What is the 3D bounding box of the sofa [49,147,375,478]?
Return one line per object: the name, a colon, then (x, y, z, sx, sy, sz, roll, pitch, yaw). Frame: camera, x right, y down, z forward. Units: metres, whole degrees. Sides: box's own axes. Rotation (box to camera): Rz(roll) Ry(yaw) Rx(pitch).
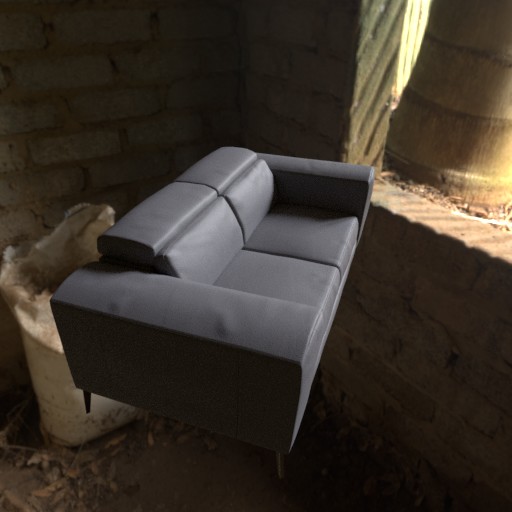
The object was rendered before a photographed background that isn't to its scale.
sofa: (0.000, 0.000, 2.377, 1.003, 0.779, 1.895, 11, 33, 17)
